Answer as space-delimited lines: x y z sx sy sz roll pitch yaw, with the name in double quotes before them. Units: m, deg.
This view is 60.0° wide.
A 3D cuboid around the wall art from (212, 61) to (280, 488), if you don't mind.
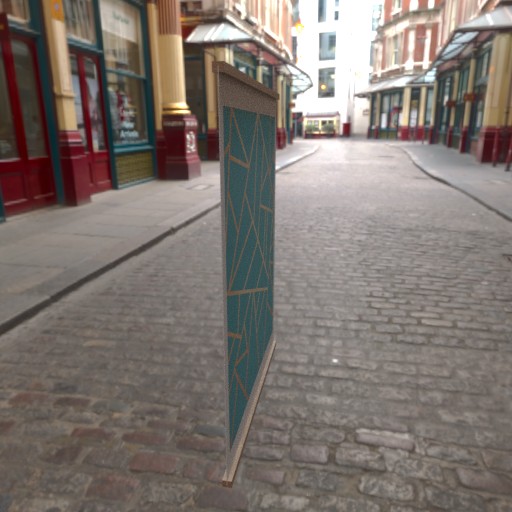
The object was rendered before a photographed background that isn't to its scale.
"wall art" 0.000 0.000 0.695 0.012 0.508 0.405 3 16 10
